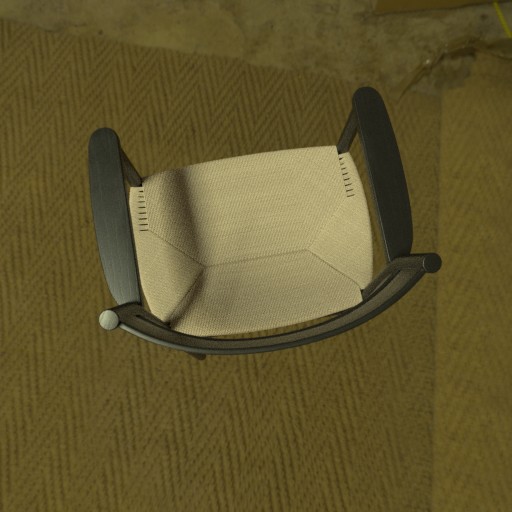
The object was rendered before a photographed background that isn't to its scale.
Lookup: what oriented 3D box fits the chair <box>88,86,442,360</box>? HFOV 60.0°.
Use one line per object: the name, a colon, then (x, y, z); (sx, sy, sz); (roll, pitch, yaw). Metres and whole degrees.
chair: (0.000, 0.000, 1.131); (0.630, 0.775, 0.508); (-10, 76, -3)
